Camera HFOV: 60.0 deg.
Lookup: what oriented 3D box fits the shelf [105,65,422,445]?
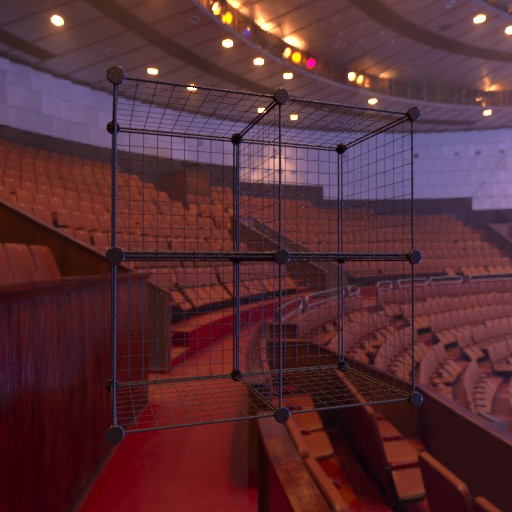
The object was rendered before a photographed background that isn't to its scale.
[{"bbox_3d":[0.000,0.000,1.108,0.711,0.711,0.356,0,-1,-19],"label":"shelf"}]
